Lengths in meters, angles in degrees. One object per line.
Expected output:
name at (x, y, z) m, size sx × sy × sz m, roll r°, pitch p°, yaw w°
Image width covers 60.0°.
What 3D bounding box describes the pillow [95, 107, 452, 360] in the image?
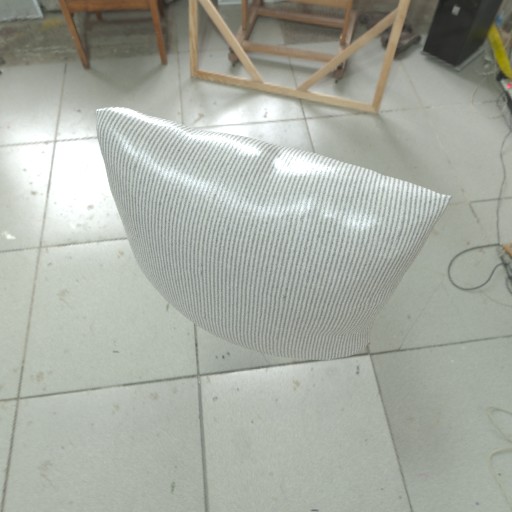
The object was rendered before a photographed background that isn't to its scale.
pillow at (0.000, 0.000, 0.695) m, size 0.310 × 0.432 × 0.387 m, roll -33°, pitch 64°, yaw -18°
